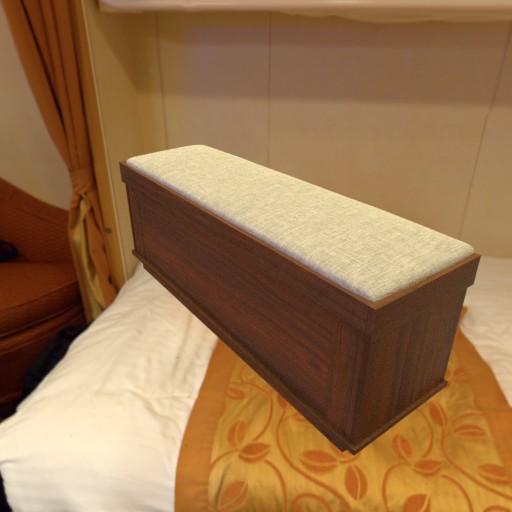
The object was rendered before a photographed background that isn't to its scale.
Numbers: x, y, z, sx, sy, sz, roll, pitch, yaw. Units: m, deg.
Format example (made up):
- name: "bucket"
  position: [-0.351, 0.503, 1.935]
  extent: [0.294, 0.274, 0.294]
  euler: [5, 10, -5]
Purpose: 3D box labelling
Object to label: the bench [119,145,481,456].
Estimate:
- name: "bench"
  position: [0.000, 0.000, 1.396]
  extent: [0.367, 0.468, 1.196]
  euler: [-19, 33, -32]
